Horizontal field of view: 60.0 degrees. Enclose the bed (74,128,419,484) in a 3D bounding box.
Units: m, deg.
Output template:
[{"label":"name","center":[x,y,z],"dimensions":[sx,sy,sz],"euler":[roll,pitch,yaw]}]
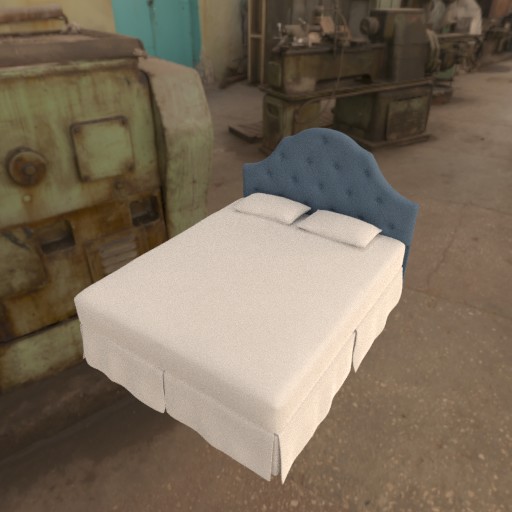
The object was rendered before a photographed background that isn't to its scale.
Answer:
[{"label":"bed","center":[0.000,0.000,3.802],"dimensions":[2.039,1.617,2.477],"euler":[20,37,29]}]
